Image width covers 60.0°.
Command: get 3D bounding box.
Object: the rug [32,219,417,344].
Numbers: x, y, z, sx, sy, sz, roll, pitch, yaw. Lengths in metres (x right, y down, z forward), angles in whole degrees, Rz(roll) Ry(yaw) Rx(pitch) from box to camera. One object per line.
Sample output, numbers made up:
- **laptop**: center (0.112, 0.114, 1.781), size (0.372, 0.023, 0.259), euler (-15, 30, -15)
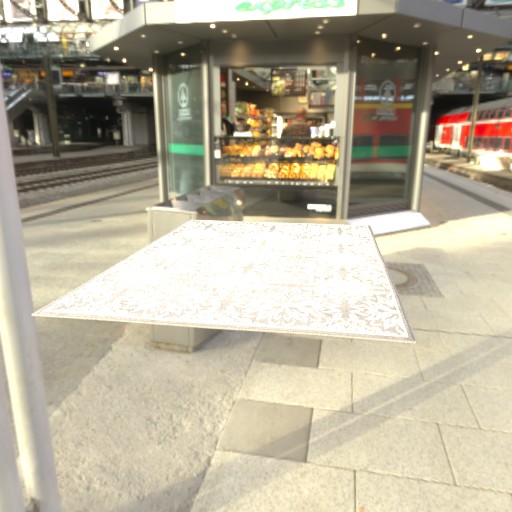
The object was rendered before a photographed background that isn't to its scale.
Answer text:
- **rug**: center (0.000, 0.000, 2.846), size (1.608, 0.014, 2.213), euler (3, 16, 9)
